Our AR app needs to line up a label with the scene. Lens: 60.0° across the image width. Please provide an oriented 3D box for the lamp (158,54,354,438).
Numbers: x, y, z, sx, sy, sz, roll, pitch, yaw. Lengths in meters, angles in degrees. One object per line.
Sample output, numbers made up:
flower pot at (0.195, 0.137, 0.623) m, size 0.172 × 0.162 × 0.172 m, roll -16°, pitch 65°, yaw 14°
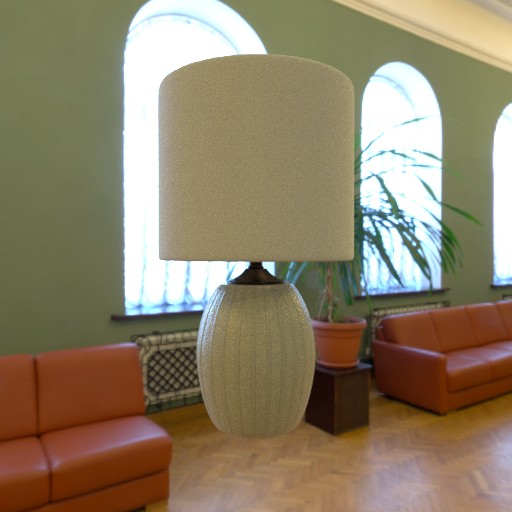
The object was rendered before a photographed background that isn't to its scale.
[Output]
lamp at (0.000, 0.000, 0.762) m, size 0.329 × 0.570 × 0.329 m, roll 0°, pitch 1°, yaw -35°
